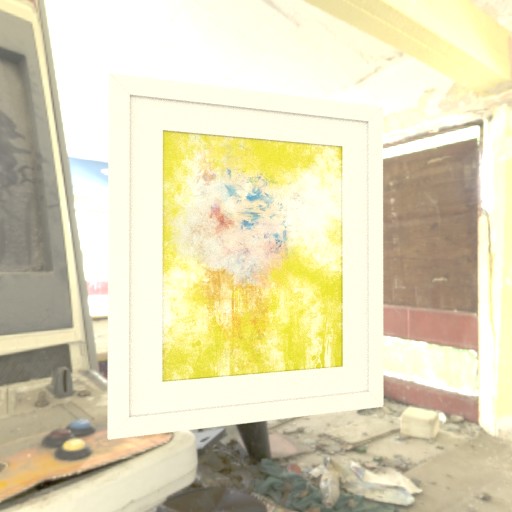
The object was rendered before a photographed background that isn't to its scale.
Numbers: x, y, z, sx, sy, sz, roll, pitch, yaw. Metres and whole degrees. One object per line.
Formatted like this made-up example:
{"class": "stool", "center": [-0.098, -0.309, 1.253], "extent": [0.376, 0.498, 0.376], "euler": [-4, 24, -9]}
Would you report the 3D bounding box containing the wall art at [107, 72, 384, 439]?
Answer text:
{"class": "wall art", "center": [0.000, 0.000, 0.523], "extent": [0.331, 0.381, 0.028], "euler": [0, 0, -18]}
